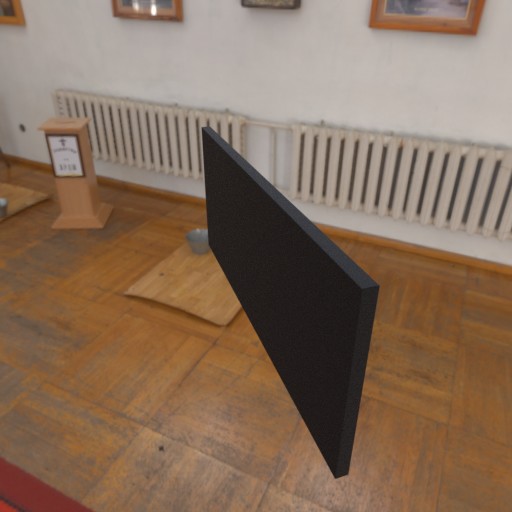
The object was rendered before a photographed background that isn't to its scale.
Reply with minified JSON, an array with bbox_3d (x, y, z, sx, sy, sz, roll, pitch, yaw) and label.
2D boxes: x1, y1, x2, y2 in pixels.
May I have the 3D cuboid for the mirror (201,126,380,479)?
[{"bbox_3d":[0.000,0.000,1.823,0.047,0.692,1.584,-10,31,-17],"label":"mirror"}]
